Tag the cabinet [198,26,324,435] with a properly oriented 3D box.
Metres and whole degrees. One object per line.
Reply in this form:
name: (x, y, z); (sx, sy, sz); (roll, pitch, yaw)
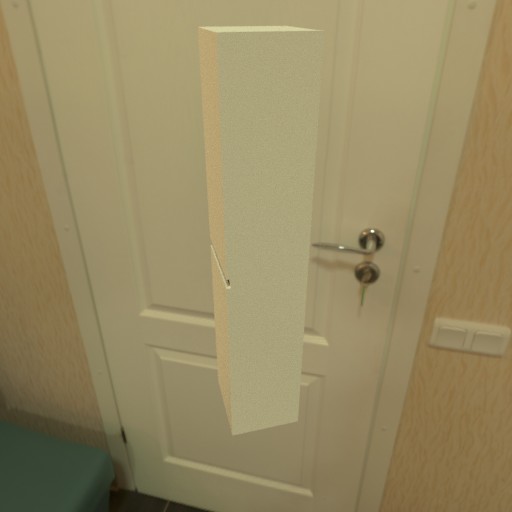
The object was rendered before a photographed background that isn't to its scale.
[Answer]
cabinet: (0.000, 0.000, 1.532); (0.269, 1.400, 0.300); (-7, 30, -13)
